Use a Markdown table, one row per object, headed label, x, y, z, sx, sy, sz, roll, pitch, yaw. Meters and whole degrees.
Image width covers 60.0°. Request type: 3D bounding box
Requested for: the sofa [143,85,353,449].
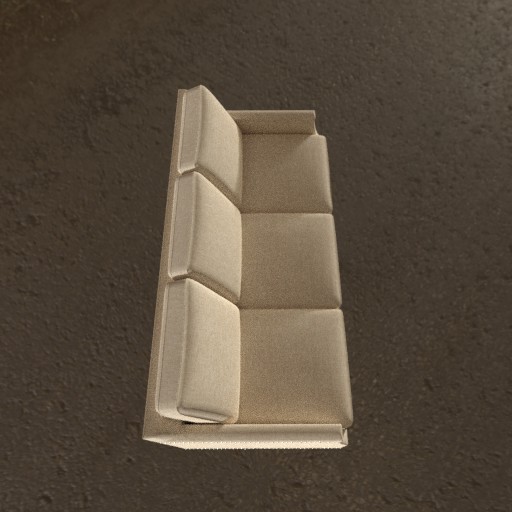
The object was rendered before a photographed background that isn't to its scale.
| label | x | y | z | sx | sy | sz | roll | pitch | yaw |
| --- | --- | --- | --- | --- | --- | --- | --- | --- | --- |
| sofa | 0.000 | 0.000 | 2.812 | 1.041 | 0.940 | 2.210 | 0 | 63 | 0 |
